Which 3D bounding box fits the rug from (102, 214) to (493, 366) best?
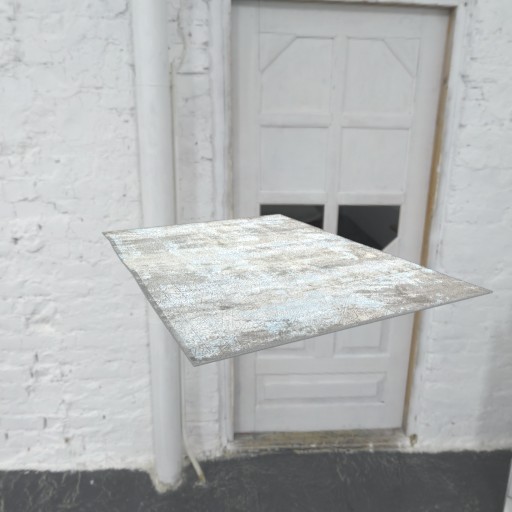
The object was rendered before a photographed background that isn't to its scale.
[{"bbox_3d":[0.000,0.000,4.268,2.393,0.013,3.307,-8,19,-25],"label":"rug"}]
